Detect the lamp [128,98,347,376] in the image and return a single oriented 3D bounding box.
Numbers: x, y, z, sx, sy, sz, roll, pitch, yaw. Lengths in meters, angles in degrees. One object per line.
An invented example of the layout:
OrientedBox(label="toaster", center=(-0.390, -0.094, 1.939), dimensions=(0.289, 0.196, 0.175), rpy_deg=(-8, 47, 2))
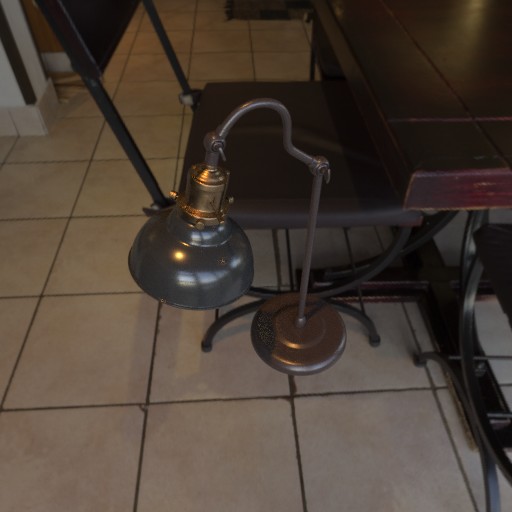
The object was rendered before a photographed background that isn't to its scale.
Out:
OrientedBox(label="lamp", center=(0.000, 0.000, 0.685), dimensions=(0.374, 0.508, 0.192), rpy_deg=(-16, 47, -15))
